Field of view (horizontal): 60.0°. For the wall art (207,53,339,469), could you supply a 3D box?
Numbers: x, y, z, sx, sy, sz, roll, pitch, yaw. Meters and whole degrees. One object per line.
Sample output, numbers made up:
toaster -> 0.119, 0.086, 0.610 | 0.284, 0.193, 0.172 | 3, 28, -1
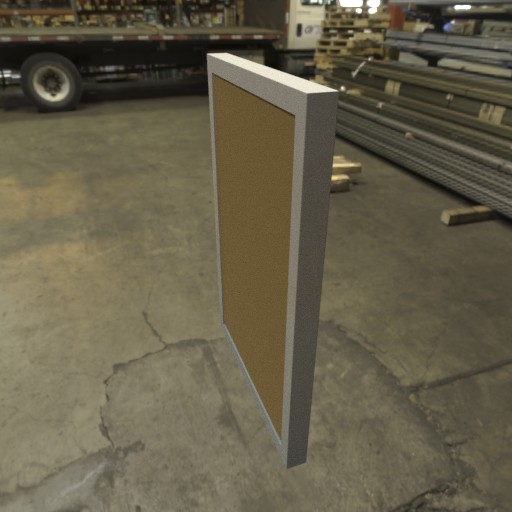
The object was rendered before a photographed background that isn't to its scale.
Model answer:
wall art -> 0.000, 0.000, 0.775 | 0.038, 0.611, 0.408 | -10, 32, -17
